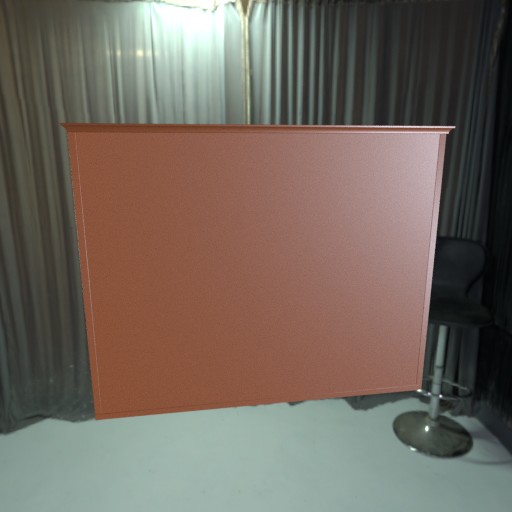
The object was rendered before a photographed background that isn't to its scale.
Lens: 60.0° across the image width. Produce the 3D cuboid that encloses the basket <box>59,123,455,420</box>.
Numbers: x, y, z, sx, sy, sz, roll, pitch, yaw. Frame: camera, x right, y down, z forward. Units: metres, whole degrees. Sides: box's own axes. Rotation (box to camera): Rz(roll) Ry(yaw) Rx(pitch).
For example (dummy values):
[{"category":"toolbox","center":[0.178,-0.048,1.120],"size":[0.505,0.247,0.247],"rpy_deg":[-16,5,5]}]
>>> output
[{"category":"basket","center":[0.000,0.000,1.129],"size":[0.792,0.625,0.376],"rpy_deg":[-2,14,-9]}]
